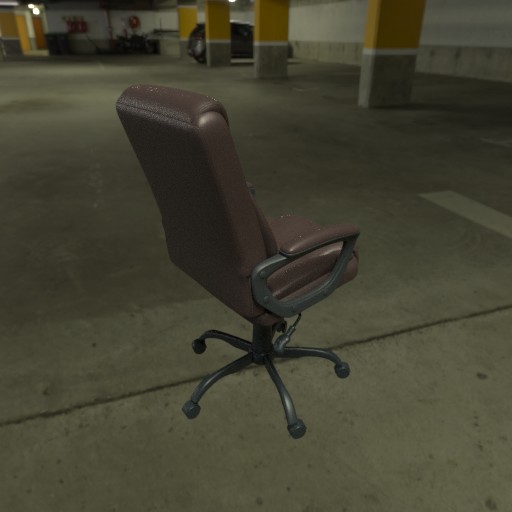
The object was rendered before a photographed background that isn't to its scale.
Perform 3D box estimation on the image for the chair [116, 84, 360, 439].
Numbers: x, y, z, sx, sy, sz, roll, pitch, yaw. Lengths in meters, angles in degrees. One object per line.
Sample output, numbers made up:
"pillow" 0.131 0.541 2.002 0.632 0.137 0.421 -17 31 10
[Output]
"chair" 0.000 0.000 1.458 0.655 1.072 0.615 -19 32 -33
